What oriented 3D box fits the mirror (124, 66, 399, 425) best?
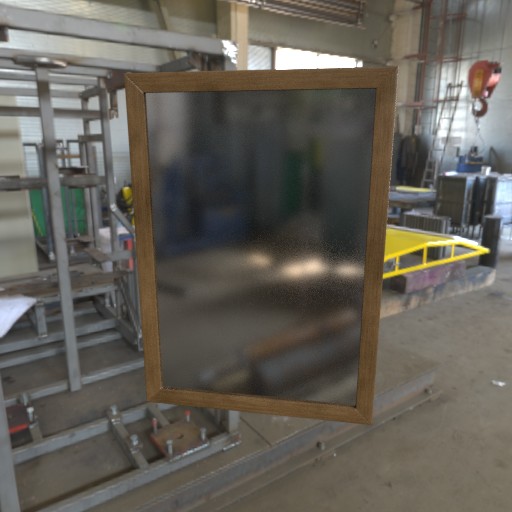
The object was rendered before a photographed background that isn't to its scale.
[{"bbox_3d":[0.000,0.000,0.915,0.507,0.710,0.040,2,15,10],"label":"mirror"}]
